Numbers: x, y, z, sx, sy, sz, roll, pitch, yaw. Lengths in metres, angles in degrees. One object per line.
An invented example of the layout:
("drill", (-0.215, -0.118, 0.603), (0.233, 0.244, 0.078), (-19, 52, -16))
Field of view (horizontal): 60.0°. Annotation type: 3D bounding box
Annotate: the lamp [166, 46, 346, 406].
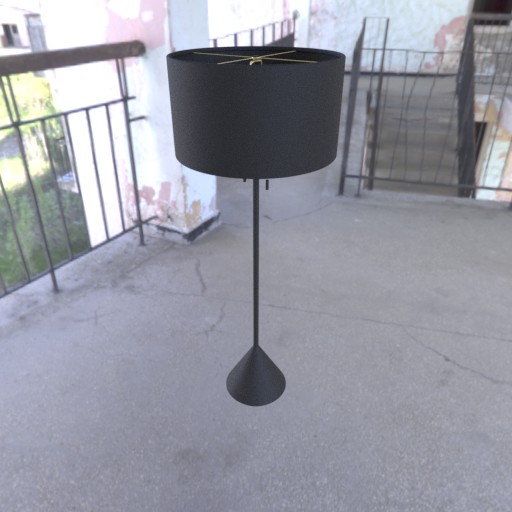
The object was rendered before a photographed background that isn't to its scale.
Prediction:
("lamp", (0.000, 0.000, 1.830), (0.580, 1.526, 0.580), (19, 35, 29))
